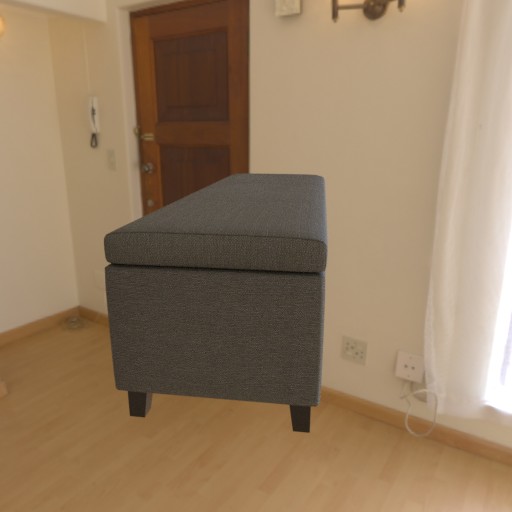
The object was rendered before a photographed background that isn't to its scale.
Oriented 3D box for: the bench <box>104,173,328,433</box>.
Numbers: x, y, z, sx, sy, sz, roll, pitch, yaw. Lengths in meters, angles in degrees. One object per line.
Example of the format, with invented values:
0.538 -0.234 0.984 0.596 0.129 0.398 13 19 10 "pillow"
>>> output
0.000 0.000 1.480 0.446 0.438 1.269 2 16 8 "bench"
